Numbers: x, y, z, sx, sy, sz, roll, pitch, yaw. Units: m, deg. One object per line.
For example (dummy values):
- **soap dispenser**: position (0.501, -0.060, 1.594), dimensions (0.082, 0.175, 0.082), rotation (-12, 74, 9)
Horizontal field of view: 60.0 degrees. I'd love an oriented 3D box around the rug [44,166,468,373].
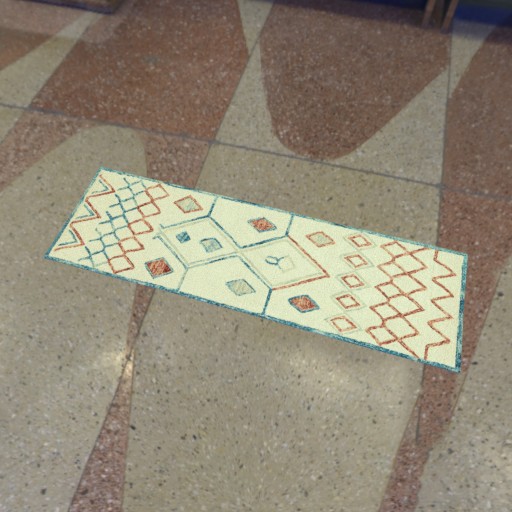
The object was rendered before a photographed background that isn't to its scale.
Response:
- **rug**: position (0.000, 0.000, 2.659), dimensions (2.435, 0.011, 0.750), rotation (14, 61, 8)
